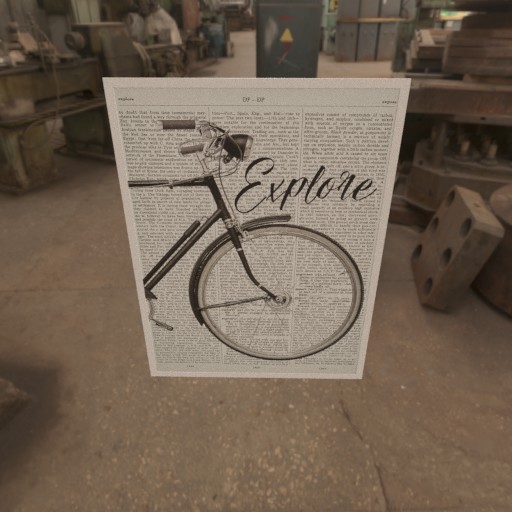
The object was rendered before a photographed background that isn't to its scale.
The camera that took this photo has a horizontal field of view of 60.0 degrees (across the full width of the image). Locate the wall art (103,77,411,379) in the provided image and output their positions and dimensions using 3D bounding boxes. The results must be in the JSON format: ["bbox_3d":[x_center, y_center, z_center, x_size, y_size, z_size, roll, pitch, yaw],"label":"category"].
[{"bbox_3d":[0.000,0.000,0.810,0.457,0.610,0.003,1,30,1],"label":"wall art"}]
